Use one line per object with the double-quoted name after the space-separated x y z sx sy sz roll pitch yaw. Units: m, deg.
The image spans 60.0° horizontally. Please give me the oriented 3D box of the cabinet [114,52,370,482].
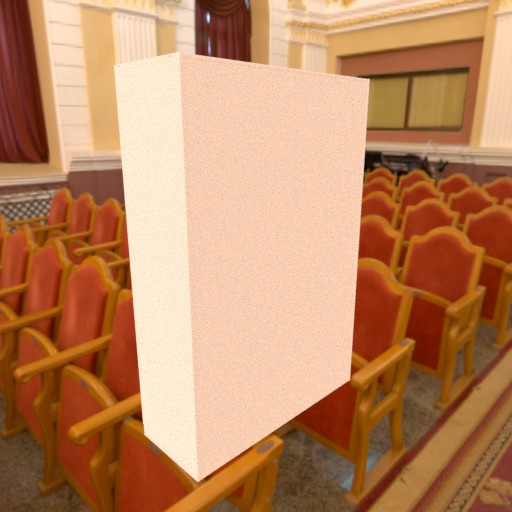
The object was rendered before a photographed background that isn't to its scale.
0.000 0.000 2.489 1.290 1.910 0.510 -15 22 -42 "cabinet"
